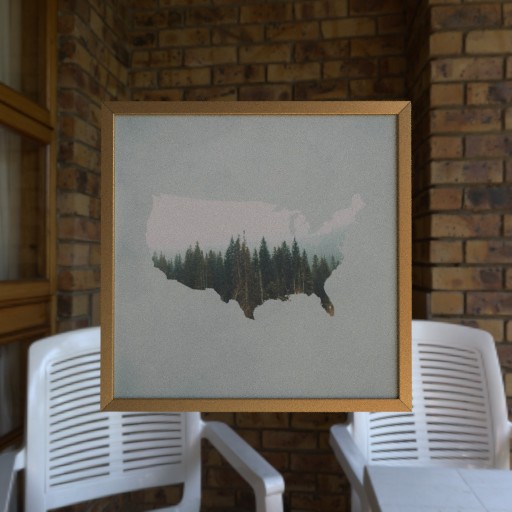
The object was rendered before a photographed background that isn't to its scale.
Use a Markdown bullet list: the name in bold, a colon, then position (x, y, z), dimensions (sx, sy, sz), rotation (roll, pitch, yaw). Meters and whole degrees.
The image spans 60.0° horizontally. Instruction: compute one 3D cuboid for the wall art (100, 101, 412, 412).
- **wall art**: position (0.000, 0.000, 1.106), dimensions (0.762, 0.762, 0.038), rotation (0, -1, 0)
